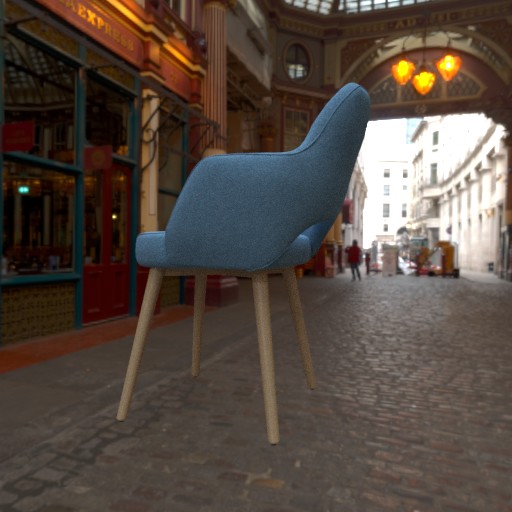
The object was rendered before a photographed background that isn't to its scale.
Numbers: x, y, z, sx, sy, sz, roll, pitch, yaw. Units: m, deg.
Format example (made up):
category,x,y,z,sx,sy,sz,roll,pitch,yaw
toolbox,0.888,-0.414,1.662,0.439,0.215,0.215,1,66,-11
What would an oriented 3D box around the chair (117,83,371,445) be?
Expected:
category,x,y,z,sx,sy,sz,roll,pitch,yaw
chair,0.000,0.000,1.338,0.666,0.920,0.589,0,1,19
